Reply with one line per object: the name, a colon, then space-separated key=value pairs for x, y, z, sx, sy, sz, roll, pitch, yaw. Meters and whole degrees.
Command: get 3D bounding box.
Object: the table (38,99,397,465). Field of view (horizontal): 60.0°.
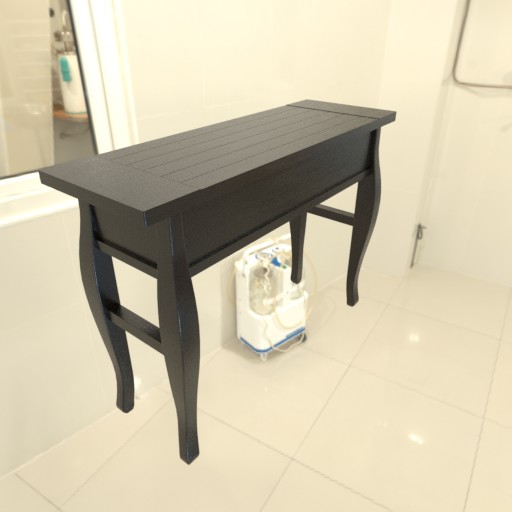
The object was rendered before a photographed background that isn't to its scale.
table: x=0.000 y=0.000 z=1.407 sx=0.373 sy=0.768 sz=1.062 roll=22 pitch=36 yaw=33
